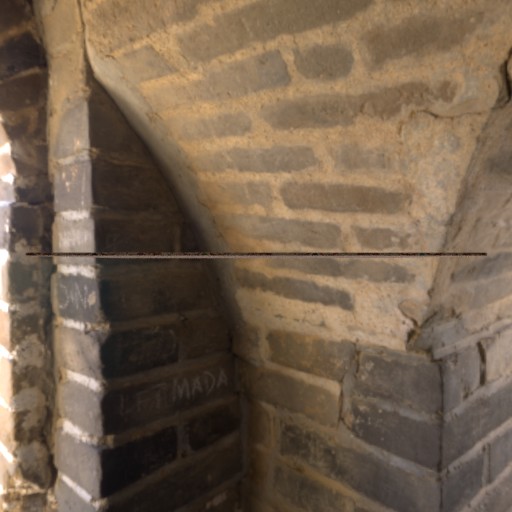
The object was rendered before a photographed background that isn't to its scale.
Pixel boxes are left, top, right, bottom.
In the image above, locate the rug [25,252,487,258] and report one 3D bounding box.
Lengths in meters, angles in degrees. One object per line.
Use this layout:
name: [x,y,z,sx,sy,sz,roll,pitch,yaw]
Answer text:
rug: [0.000,0.000,2.964,2.297,0.018,1.541,0,-1,-1]
